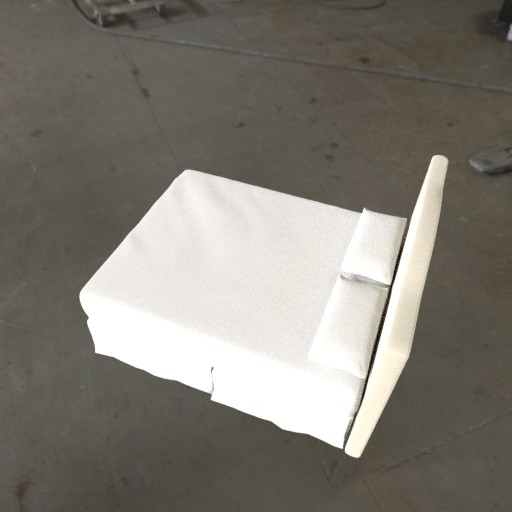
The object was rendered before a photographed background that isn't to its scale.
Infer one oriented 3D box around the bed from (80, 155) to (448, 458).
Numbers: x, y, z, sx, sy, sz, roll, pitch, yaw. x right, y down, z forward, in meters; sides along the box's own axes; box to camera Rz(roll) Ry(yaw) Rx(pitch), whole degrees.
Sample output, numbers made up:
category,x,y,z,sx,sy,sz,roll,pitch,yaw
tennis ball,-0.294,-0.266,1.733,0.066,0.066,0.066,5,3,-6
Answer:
category,x,y,z,sx,sy,sz,roll,pitch,yaw
bed,0.000,0.000,3.276,2.196,1.449,1.741,17,49,15
